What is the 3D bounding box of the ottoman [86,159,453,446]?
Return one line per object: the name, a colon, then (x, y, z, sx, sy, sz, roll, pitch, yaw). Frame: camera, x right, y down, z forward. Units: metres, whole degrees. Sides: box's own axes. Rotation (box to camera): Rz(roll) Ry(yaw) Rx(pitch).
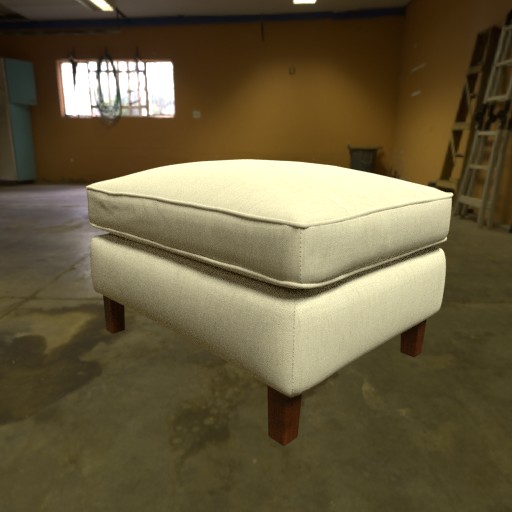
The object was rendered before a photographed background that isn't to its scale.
ottoman: (0.000, 0.000, 0.962, 0.501, 0.406, 0.665, -14, 20, -42)
